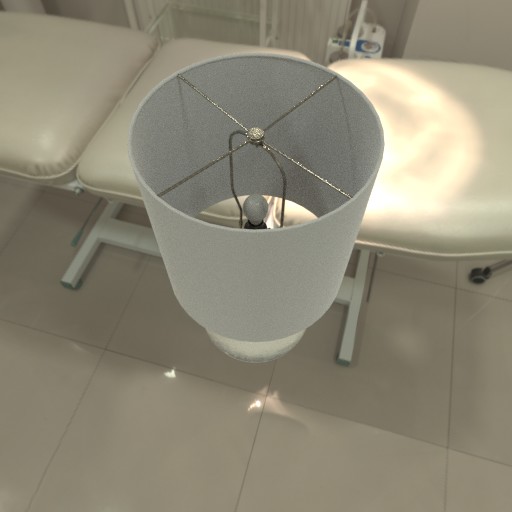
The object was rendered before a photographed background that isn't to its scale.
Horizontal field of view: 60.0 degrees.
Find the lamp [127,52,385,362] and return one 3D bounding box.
[{"bbox_3d":[0.000,0.000,0.547,0.216,0.404,0.216,13,59,8],"label":"lamp"}]
